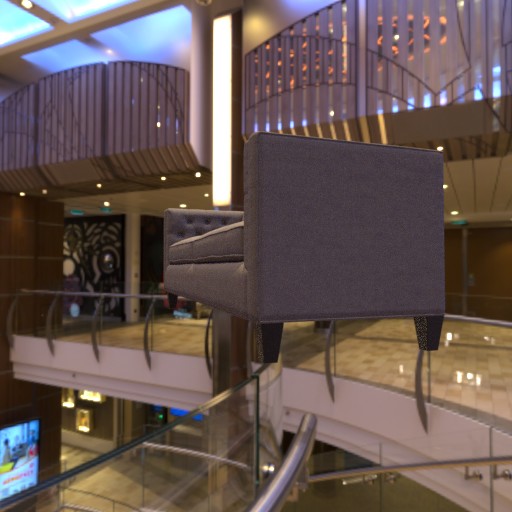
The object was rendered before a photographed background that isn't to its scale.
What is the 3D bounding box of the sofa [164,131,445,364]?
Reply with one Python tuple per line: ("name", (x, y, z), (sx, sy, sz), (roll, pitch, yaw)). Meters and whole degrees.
("sofa", (0.000, 0.000, 2.564), (0.775, 0.762, 2.159), (1, -2, -19))
